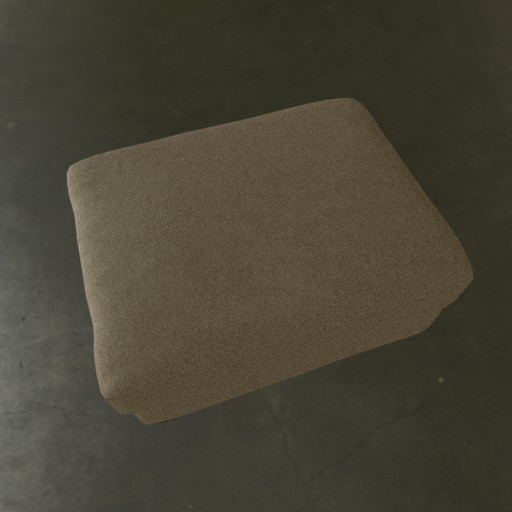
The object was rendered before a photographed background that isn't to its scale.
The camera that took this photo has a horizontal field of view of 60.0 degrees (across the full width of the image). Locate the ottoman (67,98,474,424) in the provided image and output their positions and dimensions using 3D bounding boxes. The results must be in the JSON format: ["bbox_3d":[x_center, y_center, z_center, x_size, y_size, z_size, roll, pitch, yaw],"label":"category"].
[{"bbox_3d":[0.000,0.000,1.282,0.889,0.511,0.692,-16,60,-10],"label":"ottoman"}]
